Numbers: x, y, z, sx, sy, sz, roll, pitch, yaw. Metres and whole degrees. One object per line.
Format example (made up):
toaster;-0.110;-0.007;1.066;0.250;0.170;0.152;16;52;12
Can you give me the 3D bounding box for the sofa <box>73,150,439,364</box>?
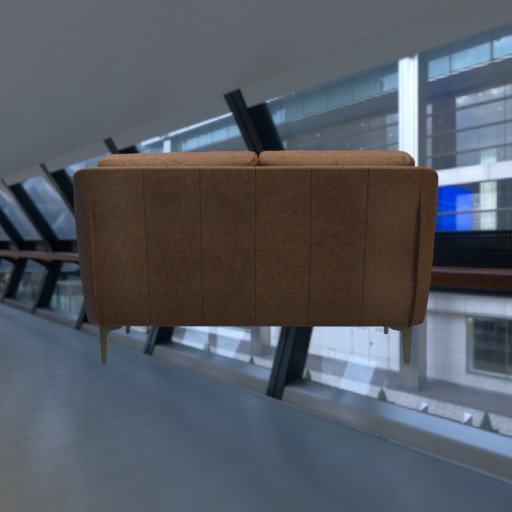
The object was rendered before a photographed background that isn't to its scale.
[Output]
sofa;0.000;0.000;2.156;1.619;0.902;0.960;0;0;1
